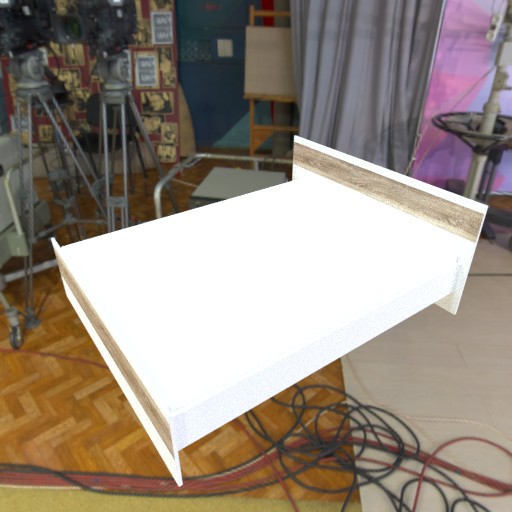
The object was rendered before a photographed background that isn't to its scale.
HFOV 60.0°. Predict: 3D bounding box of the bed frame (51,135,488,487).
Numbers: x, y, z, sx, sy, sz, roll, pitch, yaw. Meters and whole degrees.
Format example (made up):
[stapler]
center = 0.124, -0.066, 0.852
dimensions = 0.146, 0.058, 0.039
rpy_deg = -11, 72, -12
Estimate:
[bed frame]
center = 0.000, 0.000, 2.846
dimensions = 2.060, 0.800, 1.720
rpy_deg = -20, 37, -30
